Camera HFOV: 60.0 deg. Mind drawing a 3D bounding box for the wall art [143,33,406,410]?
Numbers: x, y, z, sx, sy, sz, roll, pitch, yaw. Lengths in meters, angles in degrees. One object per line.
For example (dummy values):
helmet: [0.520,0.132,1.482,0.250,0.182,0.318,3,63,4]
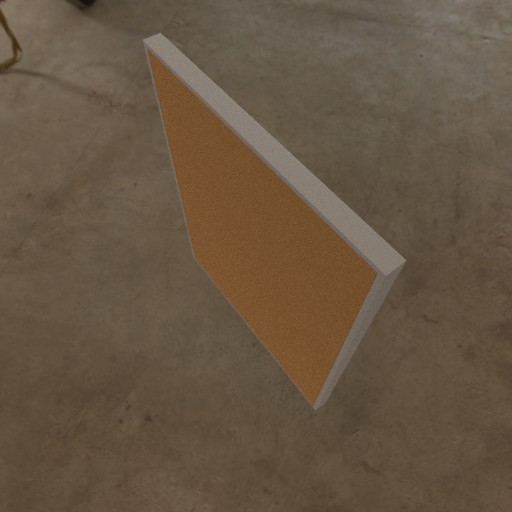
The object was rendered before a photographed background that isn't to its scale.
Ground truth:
wall art: [0.000,0.000,1.014,0.055,0.763,0.611,-33,64,-18]
